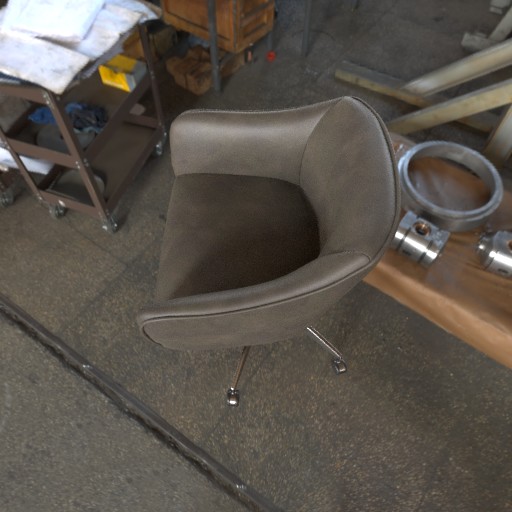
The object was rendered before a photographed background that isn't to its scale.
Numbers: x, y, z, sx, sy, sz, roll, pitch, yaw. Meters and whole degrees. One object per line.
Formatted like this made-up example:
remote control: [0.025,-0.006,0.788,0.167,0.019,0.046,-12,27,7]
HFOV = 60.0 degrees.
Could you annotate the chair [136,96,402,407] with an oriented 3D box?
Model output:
chair: [0.000,0.000,1.357,0.689,0.827,0.713,1,57,1]
